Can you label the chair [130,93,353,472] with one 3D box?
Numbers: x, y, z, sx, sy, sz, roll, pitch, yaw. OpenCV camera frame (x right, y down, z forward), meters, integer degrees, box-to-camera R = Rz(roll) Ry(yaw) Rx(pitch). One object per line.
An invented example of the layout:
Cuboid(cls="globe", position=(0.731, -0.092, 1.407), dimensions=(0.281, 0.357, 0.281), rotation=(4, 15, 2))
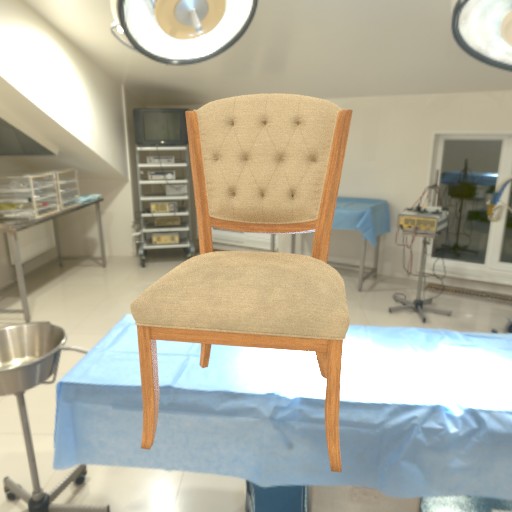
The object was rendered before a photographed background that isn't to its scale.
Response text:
Cuboid(cls="chair", position=(0.000, 0.000, 1.253), dimensions=(0.513, 0.905, 0.584), rotation=(3, 16, 9))
